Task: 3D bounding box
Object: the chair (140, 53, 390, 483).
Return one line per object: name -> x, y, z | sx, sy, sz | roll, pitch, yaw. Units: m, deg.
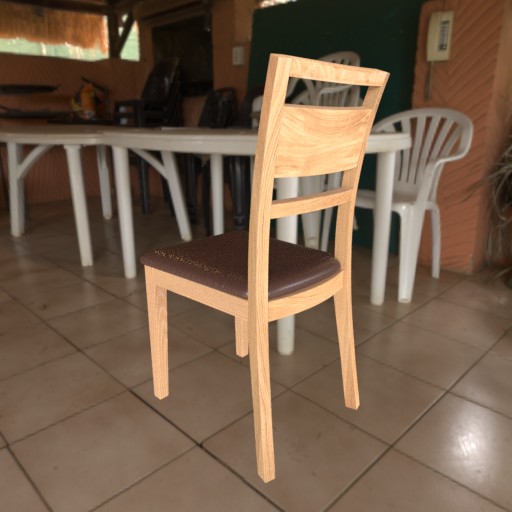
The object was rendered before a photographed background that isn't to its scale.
chair -> 0.000, 0.000, 1.214 | 0.545, 0.940, 0.420 | 16, 23, 41
